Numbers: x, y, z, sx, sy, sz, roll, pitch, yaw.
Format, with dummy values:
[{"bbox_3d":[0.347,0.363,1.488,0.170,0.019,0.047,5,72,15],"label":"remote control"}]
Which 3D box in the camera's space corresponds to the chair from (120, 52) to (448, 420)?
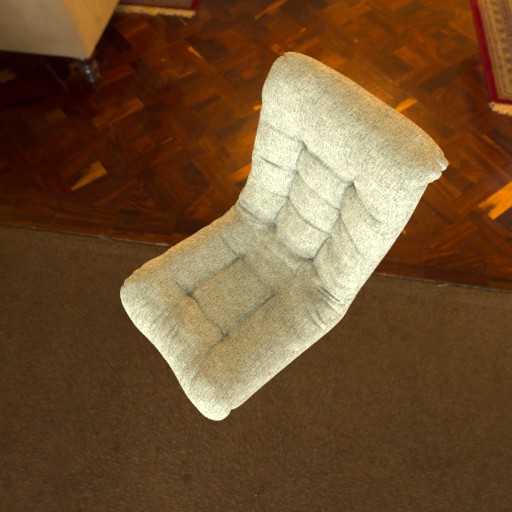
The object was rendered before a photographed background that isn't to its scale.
[{"bbox_3d":[0.000,0.000,0.974,0.583,0.600,0.400,-37,68,-18],"label":"chair"}]
